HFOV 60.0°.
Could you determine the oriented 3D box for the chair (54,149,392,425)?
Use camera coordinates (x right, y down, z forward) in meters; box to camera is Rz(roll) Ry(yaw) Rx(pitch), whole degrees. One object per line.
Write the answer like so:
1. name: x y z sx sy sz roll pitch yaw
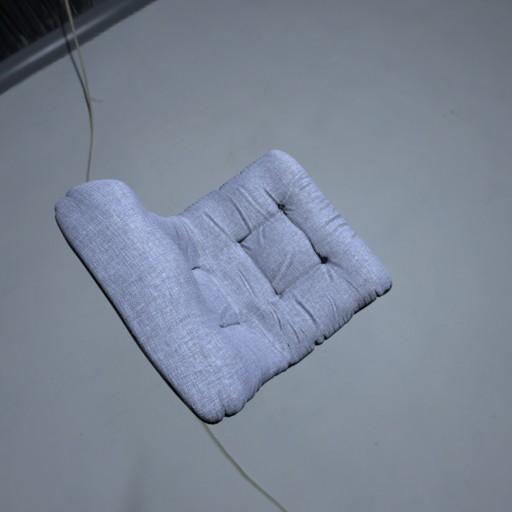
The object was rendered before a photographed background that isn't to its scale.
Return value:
1. chair: 0.000 0.000 1.210 0.668 0.749 0.597 -36 78 -9
